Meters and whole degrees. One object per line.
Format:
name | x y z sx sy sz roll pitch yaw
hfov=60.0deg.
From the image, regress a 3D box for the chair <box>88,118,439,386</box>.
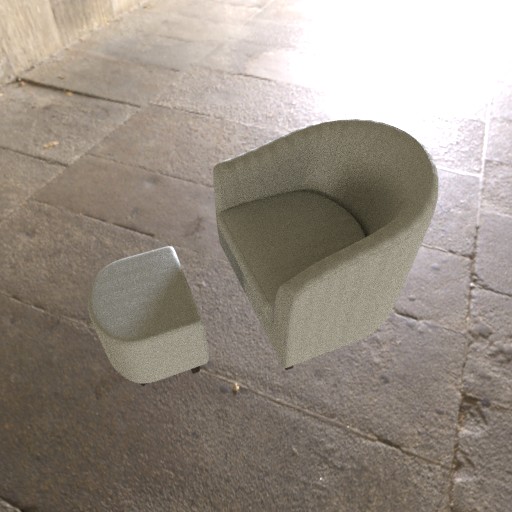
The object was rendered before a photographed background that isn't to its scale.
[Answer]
chair | 0.000 0.000 1.722 1.288 0.757 0.756 -17 49 -15
